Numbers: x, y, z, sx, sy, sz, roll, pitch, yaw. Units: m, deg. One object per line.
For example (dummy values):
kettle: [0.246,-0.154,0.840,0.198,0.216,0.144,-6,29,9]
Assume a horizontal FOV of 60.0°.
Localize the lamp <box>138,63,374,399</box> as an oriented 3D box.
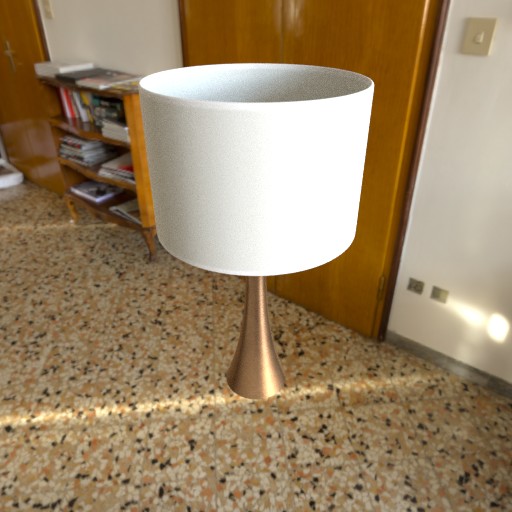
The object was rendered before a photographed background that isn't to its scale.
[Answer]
lamp: [0.000,0.000,0.637,0.268,0.479,0.268,2,31,3]
